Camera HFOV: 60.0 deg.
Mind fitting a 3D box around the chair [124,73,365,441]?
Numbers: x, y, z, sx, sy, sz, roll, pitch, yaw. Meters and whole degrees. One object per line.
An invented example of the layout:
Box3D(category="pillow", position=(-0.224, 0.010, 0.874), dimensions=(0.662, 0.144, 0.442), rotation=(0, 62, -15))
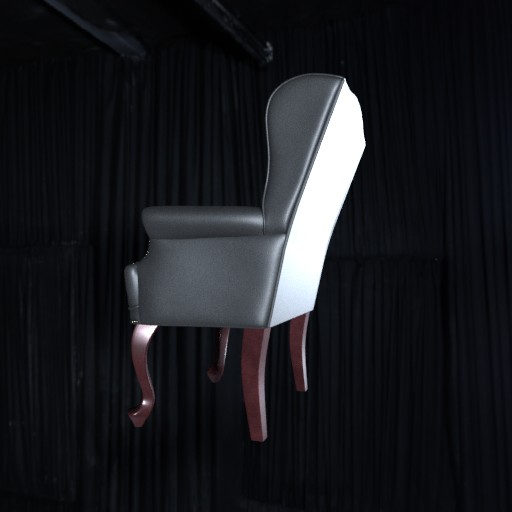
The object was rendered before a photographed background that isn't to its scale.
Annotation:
Box3D(category="chair", position=(0.000, 0.000, 1.645), dimensions=(0.762, 1.111, 0.838), rotation=(-1, -2, 19))
